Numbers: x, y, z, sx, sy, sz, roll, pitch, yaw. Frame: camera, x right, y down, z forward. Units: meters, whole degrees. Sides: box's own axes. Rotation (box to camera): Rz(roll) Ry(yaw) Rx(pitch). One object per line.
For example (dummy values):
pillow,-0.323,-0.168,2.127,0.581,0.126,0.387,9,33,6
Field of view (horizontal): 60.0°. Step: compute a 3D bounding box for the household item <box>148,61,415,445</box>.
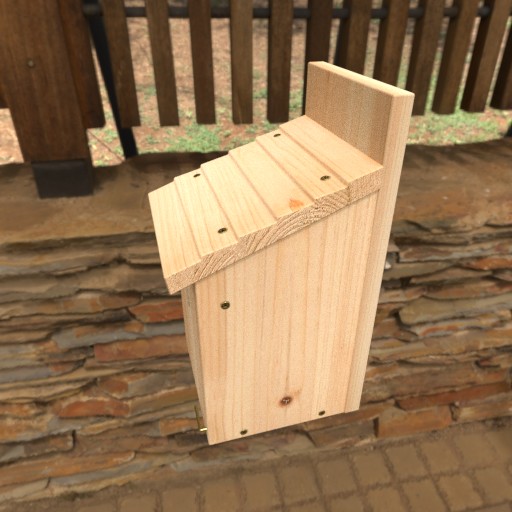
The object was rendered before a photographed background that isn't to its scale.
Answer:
household item,0.000,0.000,0.401,0.171,0.300,0.149,-8,32,-13
